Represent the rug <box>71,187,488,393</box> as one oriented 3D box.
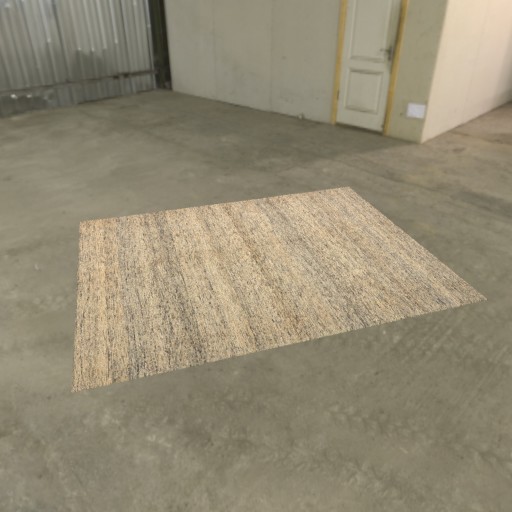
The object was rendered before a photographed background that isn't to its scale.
[{"bbox_3d":[0.000,0.000,4.179,3.199,0.036,2.414,-9,33,-15],"label":"rug"}]
